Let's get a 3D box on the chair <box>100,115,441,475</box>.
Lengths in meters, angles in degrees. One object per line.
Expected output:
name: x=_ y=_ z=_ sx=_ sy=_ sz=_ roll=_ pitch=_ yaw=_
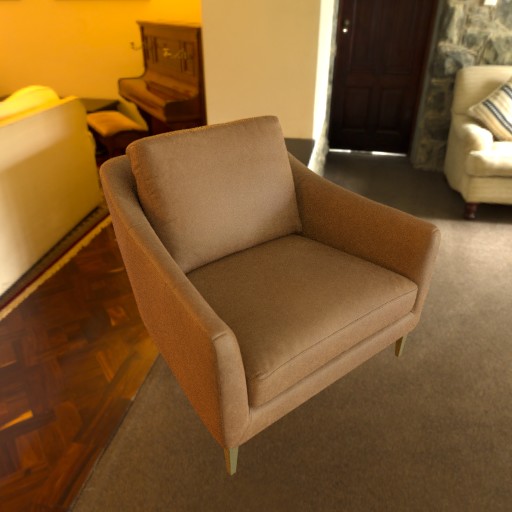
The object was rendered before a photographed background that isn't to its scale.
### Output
chair: x=0.000 y=0.000 z=1.700 sx=0.988 sy=0.895 sz=0.963 roll=-21 pitch=36 yaw=-33
